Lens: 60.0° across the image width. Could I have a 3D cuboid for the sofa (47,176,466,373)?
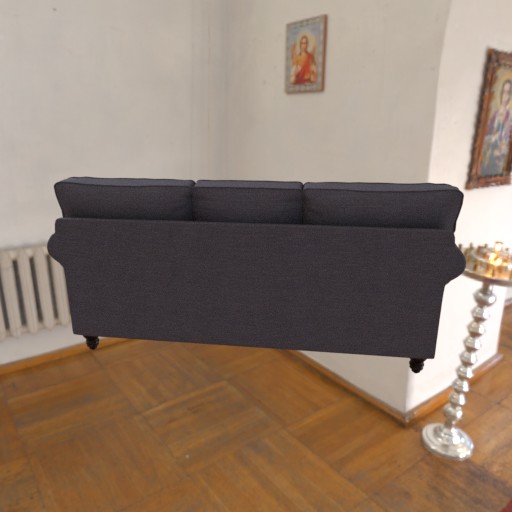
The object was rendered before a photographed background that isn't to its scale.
[{"bbox_3d":[0.000,0.000,2.616,2.084,0.966,0.909,2,17,8],"label":"sofa"}]
